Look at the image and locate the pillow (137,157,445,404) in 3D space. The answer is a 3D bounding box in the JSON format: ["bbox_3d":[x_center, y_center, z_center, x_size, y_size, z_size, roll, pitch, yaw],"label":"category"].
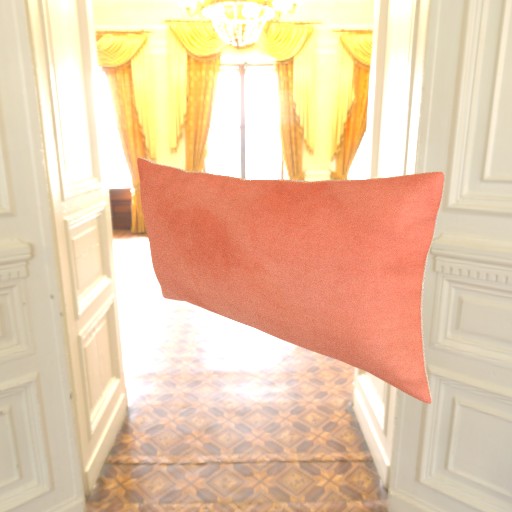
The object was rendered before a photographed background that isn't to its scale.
[{"bbox_3d":[0.000,0.000,0.737,0.608,0.307,0.155,13,20,42],"label":"pillow"}]
